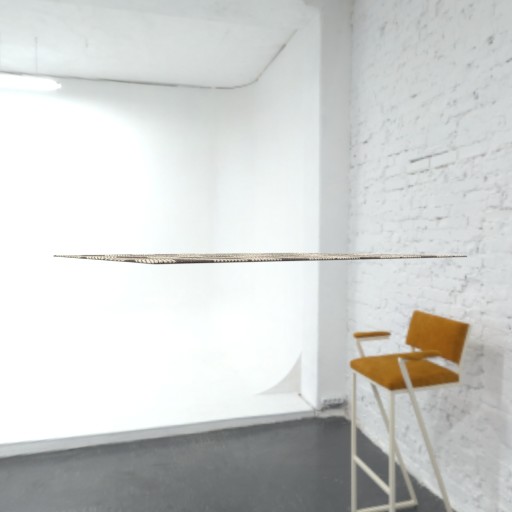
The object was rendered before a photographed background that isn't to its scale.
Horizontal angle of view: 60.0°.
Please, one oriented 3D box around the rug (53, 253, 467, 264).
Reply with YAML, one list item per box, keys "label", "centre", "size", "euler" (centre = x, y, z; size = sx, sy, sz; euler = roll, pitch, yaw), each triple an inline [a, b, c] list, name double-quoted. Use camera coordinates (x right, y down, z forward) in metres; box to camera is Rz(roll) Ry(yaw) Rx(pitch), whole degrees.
- label: "rug"
  centre: [0.000, 0.000, 4.150]
  size: [3.048, 0.016, 2.438]
  euler: [-1, 1, -36]
